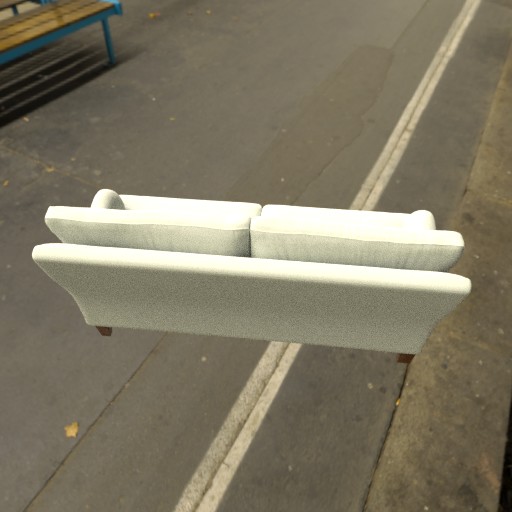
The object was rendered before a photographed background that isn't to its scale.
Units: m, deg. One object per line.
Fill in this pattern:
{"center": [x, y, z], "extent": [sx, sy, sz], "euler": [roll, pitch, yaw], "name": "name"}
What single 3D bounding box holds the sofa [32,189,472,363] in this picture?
{"center": [0.000, 0.000, 2.778], "extent": [2.193, 1.096, 1.069], "euler": [4, 46, 4], "name": "sofa"}
